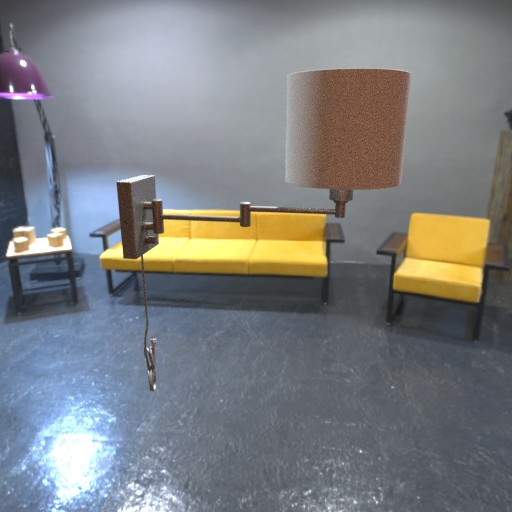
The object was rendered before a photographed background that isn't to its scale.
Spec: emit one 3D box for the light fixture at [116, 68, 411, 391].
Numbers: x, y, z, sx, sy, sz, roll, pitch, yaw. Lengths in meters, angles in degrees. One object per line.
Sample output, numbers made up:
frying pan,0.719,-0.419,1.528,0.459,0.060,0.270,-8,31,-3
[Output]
light fixture,0.000,0.000,0.866,0.516,0.651,0.203,3,17,10
